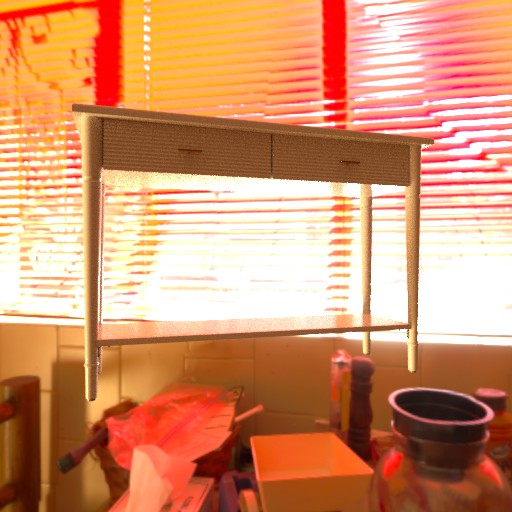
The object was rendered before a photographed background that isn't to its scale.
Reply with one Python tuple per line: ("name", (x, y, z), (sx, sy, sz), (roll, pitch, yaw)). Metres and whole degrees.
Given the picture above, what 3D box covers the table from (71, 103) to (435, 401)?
("table", (0.000, 0.000, 1.425), (1.067, 0.749, 0.381), (0, 0, -17))
